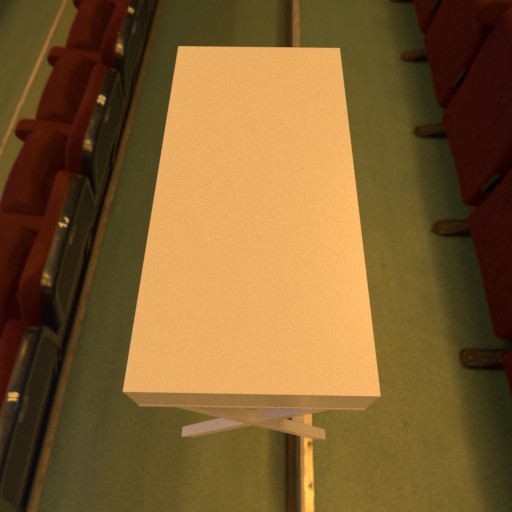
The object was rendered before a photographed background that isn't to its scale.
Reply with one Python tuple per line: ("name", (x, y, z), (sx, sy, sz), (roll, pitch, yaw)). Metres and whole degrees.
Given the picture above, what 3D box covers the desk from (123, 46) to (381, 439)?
("desk", (0.000, 0.000, 1.464), (0.509, 0.780, 1.059), (1, 61, 1))
